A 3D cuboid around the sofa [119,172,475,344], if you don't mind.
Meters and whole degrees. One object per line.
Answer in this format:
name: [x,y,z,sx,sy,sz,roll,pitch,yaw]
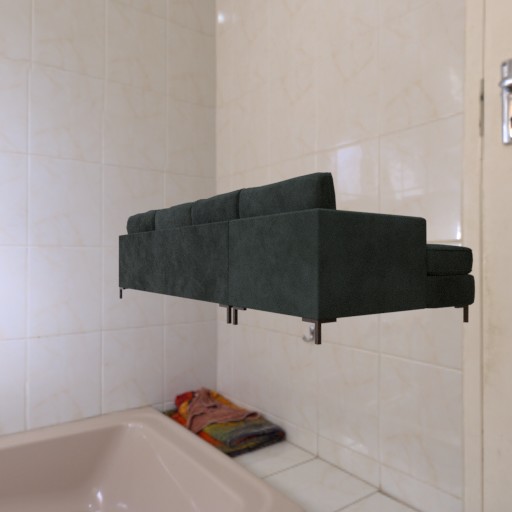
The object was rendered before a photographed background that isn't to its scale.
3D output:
sofa: [0.000,0.000,4.137,1.500,0.967,3.400,0,0,-35]
